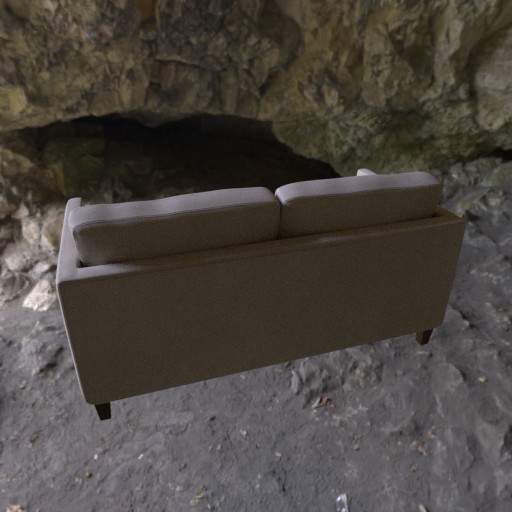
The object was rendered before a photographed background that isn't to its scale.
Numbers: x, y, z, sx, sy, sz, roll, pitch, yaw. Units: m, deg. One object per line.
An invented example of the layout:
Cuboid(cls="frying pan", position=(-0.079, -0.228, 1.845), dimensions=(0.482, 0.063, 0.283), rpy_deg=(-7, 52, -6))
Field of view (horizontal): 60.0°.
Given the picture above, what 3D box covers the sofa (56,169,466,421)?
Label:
Cuboid(cls="sofa", position=(0.000, 0.000, 2.353), dimensions=(1.846, 0.940, 0.950), rpy_deg=(-9, 29, -16))
